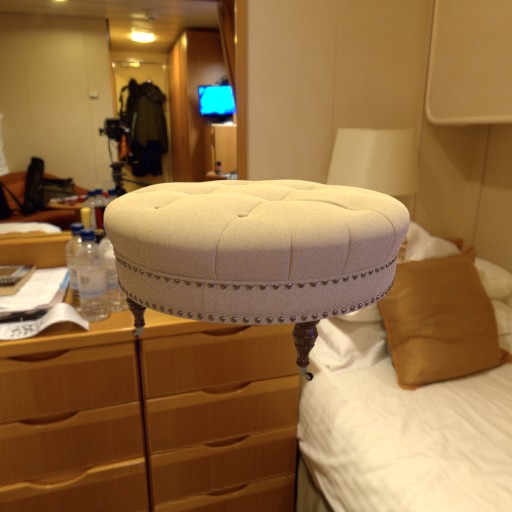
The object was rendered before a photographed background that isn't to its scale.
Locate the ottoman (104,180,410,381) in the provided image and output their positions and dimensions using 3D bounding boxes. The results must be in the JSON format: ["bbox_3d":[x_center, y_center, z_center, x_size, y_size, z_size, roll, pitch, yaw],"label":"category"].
[{"bbox_3d":[0.000,0.000,1.407,0.901,0.439,0.901,0,16,0],"label":"ottoman"}]
